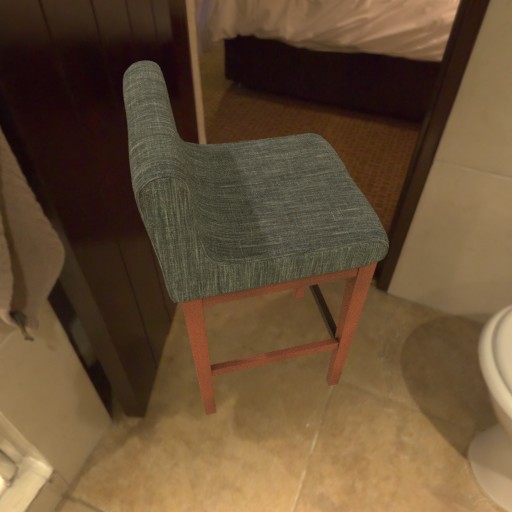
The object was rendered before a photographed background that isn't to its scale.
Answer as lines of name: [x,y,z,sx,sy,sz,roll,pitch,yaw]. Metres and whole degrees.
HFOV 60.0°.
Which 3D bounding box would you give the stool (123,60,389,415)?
stool: [0.000,0.000,1.075,0.459,0.835,0.395,-10,48,-10]
